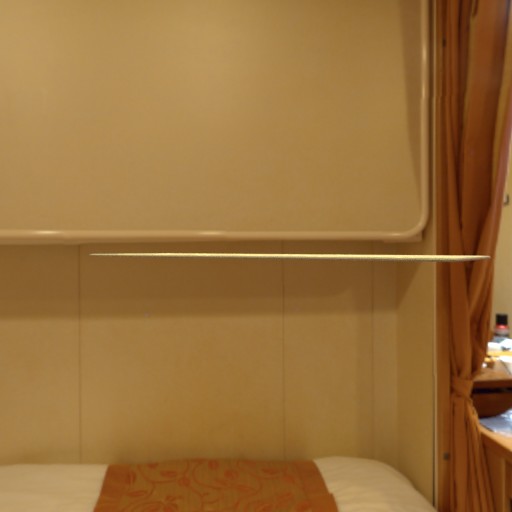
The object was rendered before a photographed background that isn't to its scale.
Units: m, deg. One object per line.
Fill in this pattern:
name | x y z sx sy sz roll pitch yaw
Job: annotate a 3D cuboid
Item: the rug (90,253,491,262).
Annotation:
rug | 0.000 0.000 2.517 2.276 0.014 0.678 1 1 38
